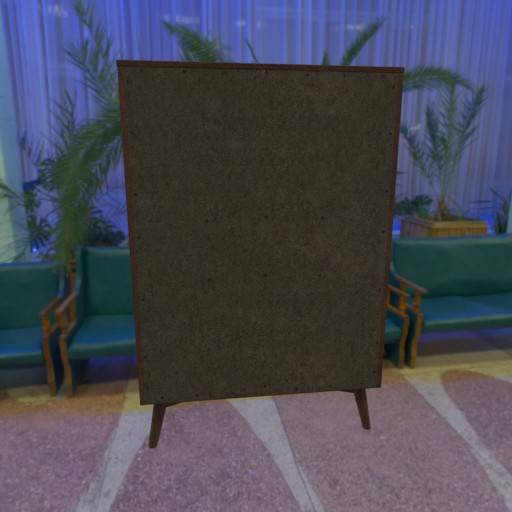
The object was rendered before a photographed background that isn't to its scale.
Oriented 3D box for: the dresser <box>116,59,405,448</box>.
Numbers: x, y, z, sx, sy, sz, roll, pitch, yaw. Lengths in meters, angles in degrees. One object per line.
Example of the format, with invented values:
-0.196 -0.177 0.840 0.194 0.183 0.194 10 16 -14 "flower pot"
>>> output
0.000 0.000 1.795 0.919 1.365 0.498 -2 14 -8 "dresser"
